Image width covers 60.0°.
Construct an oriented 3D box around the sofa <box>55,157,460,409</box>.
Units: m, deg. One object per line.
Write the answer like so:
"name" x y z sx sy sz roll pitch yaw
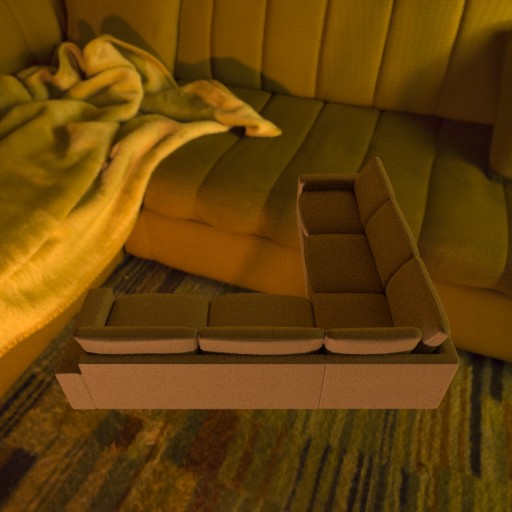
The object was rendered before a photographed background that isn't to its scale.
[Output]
"sofa" 0.000 0.000 4.047 2.742 0.800 2.622 0 41 0
